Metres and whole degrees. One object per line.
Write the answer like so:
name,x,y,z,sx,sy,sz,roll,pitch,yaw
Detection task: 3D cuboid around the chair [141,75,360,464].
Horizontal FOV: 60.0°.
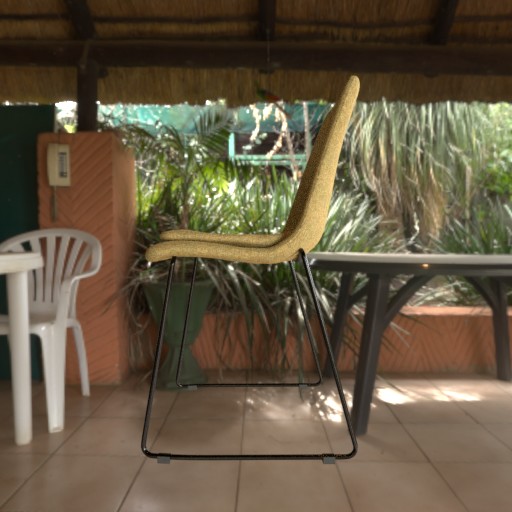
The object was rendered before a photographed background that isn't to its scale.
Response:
chair,0.000,0.000,1.145,0.496,0.849,0.479,0,2,-1
